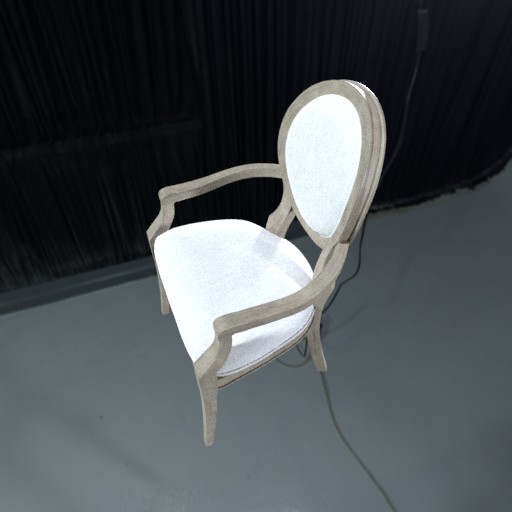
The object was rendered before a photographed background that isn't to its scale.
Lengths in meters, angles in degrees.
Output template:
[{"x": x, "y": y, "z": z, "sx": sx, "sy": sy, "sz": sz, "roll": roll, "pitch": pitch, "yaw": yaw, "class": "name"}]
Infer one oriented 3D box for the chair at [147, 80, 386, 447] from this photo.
[{"x": 0.000, "y": 0.000, "z": 1.377, "sx": 0.602, "sy": 0.991, "sz": 0.611, "roll": -16, "pitch": 48, "yaw": -15, "class": "chair"}]
